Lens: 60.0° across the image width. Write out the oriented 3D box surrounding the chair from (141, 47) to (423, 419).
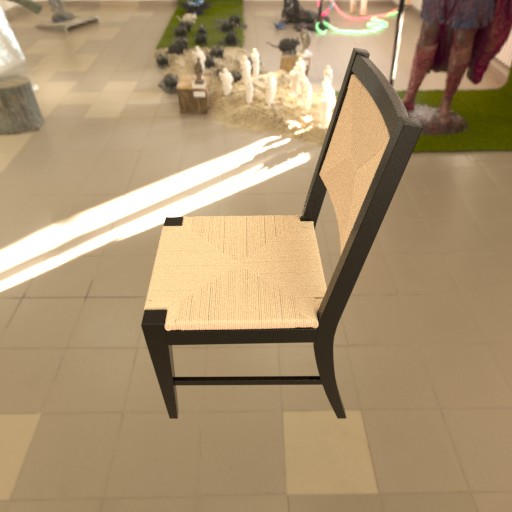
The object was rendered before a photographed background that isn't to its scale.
[{"bbox_3d":[0.000,0.000,1.186,0.552,0.927,0.437,-1,40,-1],"label":"chair"}]
